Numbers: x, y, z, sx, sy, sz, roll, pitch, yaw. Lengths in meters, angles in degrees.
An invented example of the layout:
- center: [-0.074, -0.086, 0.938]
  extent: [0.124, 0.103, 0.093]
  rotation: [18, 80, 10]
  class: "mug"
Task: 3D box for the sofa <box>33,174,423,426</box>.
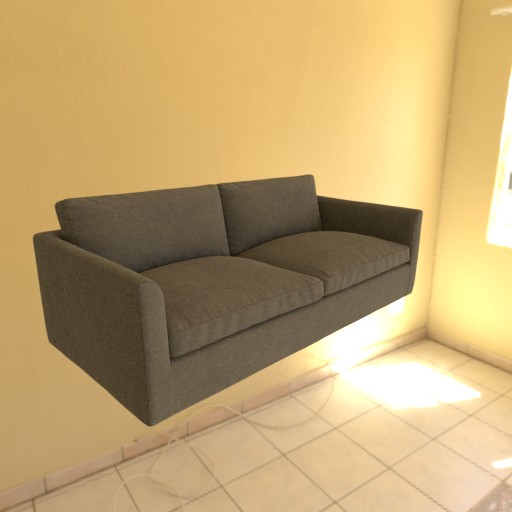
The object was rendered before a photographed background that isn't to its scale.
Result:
- center: [0.000, 0.000, 2.760]
  extent: [2.257, 0.838, 1.092]
  rotation: [-15, 21, -43]
  class: "sofa"
